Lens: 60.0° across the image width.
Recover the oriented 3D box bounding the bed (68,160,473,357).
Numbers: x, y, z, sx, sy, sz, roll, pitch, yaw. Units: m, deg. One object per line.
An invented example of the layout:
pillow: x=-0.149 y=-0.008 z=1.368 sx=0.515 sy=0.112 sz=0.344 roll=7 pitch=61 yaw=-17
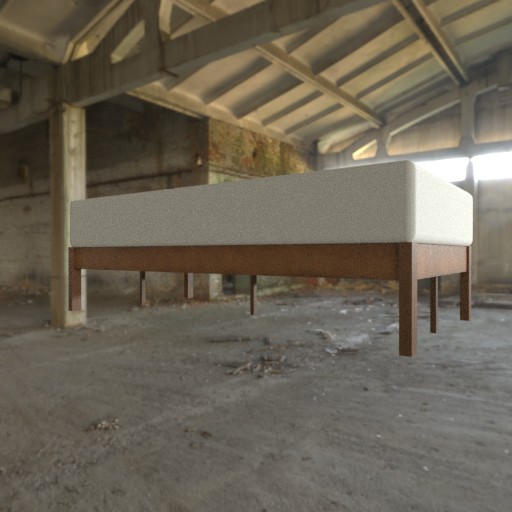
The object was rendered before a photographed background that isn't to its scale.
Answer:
bed: x=0.000 y=0.000 z=2.315 sx=1.902 sy=0.616 sz=0.961 roll=0 pitch=0 yaw=36
